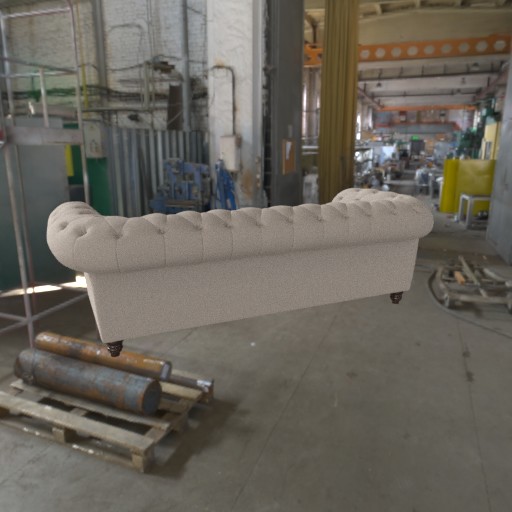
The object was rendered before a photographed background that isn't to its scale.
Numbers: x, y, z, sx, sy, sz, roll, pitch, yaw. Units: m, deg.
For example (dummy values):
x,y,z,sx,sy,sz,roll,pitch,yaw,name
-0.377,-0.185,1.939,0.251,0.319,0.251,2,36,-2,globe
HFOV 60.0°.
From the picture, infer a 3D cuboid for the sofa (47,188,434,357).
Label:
x,y,z,sx,sy,sz,roll,pitch,yaw,name
0.000,0.000,2.864,2.411,0.749,0.991,-6,15,-24,sofa
